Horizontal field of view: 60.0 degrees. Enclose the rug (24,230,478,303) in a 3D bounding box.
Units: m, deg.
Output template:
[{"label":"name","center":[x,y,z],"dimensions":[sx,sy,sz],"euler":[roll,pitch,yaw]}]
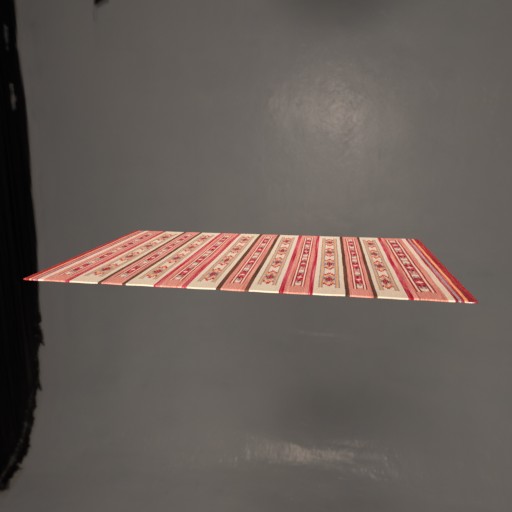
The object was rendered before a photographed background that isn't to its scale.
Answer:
[{"label":"rug","center":[0.000,0.000,3.062],"dimensions":[2.431,0.010,1.535],"euler":[2,14,9]}]
